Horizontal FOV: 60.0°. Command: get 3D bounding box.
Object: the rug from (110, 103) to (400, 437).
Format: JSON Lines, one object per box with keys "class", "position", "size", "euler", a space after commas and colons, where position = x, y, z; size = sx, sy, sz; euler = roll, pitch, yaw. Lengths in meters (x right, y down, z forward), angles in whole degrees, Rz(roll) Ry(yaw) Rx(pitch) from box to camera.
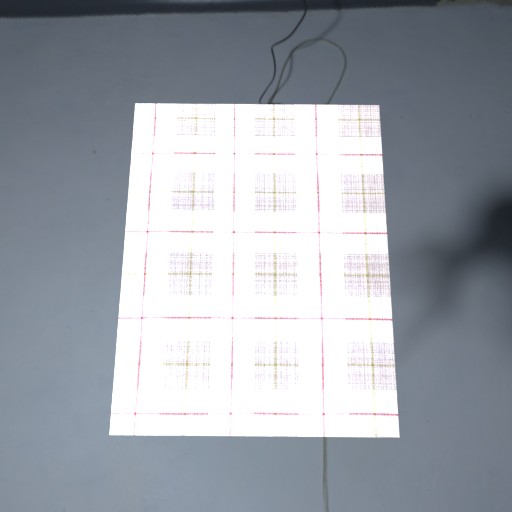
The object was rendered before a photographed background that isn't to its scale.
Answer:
{"class": "rug", "position": [0.000, 0.000, 3.883], "size": [2.317, 0.016, 2.959], "euler": [0, 77, 0]}
